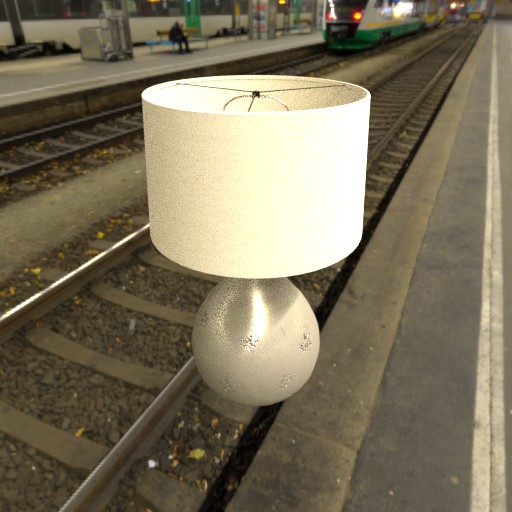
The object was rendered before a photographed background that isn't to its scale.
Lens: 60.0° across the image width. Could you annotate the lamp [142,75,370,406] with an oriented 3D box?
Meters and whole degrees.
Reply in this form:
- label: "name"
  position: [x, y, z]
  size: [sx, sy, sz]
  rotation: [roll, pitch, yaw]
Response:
- label: "lamp"
  position: [0.000, 0.000, 0.735]
  size: [0.330, 0.521, 0.330]
  rotation: [0, 29, 0]
